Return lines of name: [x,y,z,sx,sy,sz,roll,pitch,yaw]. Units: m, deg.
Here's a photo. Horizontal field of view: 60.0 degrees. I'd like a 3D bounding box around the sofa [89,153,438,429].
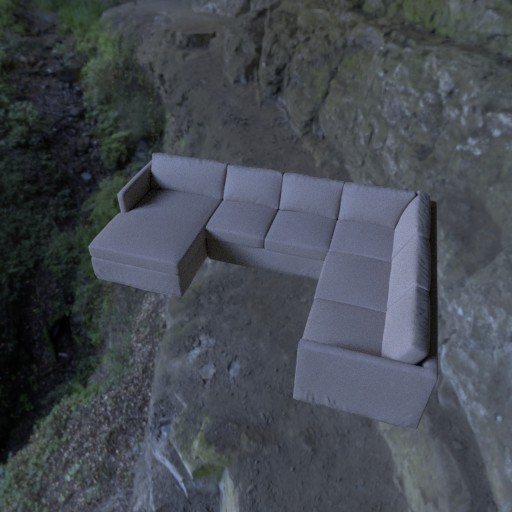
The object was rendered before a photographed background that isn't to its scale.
sofa: [0.000,0.000,4.574,3.528,0.878,2.476,11,41,13]
